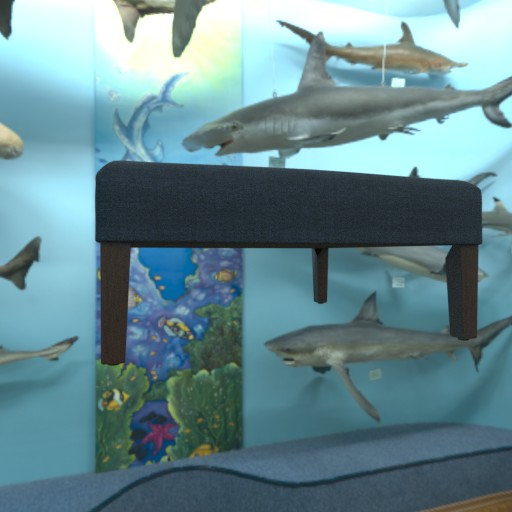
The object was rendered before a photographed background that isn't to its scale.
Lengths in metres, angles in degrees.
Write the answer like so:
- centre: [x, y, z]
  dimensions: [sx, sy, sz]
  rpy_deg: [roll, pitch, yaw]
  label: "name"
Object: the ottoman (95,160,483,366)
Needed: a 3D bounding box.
- centre: [0.000, 0.000, 1.366]
  dimensions: [0.890, 0.411, 0.889]
  rpy_deg: [0, 0, -17]
  label: "ottoman"
